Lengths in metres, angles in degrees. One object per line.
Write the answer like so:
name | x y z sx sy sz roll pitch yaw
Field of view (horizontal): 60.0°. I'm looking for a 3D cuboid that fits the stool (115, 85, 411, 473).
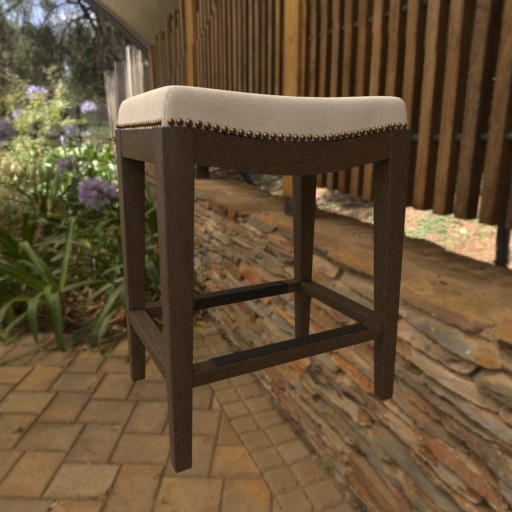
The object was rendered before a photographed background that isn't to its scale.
stool | 0.000 0.000 0.948 0.500 0.642 0.361 -8 17 -26
